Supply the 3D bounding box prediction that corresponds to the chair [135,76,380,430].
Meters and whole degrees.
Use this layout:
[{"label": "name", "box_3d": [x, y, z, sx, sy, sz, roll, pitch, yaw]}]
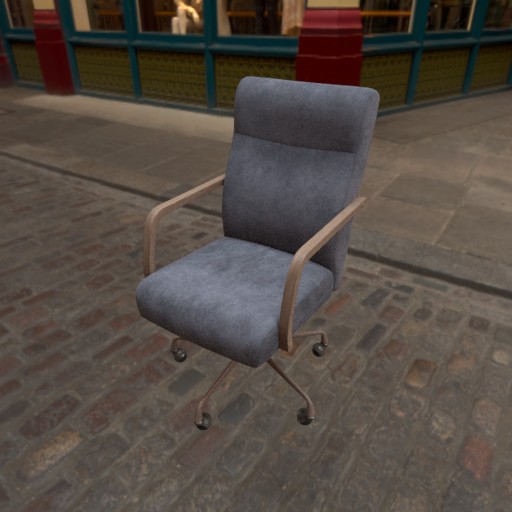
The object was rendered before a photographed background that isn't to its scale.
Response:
[{"label": "chair", "box_3d": [0.000, 0.000, 1.493, 0.640, 1.029, 0.741, 18, 35, 28]}]
